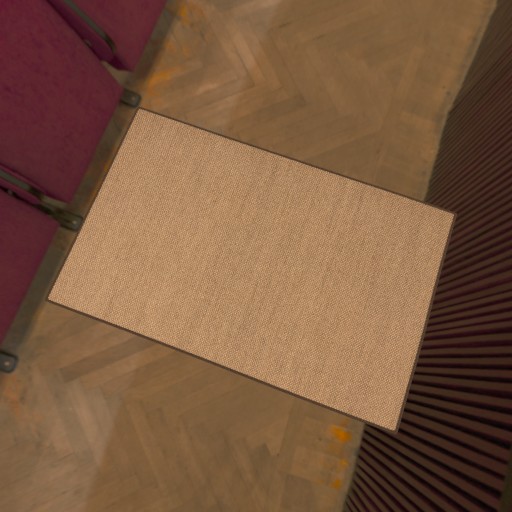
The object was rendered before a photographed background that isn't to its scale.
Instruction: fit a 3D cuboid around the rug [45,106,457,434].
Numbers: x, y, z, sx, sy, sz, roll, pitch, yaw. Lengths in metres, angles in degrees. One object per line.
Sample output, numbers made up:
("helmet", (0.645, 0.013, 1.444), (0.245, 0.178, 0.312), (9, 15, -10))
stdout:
("rug", (0.000, 0.000, 2.080), (1.676, 0.013, 1.067), (20, 77, 5))
